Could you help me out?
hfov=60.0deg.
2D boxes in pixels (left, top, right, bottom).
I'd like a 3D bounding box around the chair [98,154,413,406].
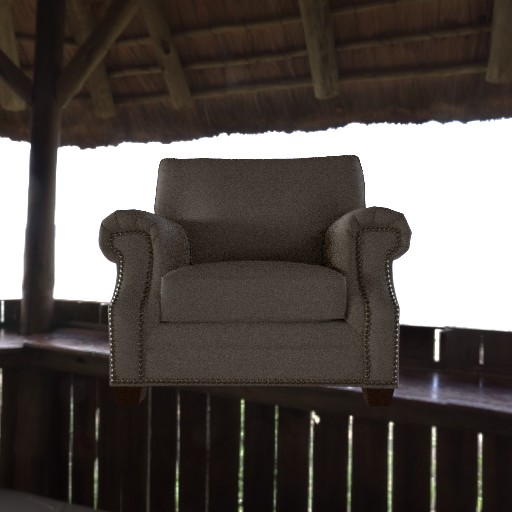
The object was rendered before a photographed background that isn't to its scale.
[{"bbox_3d":[0.000,0.000,1.866,1.092,0.961,0.965,0,0,1],"label":"chair"}]
